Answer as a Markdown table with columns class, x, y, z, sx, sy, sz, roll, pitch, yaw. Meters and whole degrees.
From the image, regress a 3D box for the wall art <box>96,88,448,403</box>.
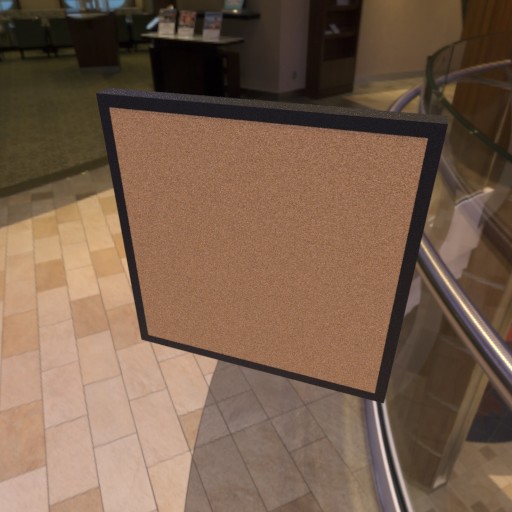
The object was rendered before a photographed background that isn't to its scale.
| class | x | y | z | sx | sy | sz | roll | pitch | yaw |
| --- | --- | --- | --- | --- | --- | --- | --- | --- | --- |
| wall art | 0.000 | 0.000 | 0.760 | 0.508 | 0.508 | 0.038 | 11 | 34 | 16 |
